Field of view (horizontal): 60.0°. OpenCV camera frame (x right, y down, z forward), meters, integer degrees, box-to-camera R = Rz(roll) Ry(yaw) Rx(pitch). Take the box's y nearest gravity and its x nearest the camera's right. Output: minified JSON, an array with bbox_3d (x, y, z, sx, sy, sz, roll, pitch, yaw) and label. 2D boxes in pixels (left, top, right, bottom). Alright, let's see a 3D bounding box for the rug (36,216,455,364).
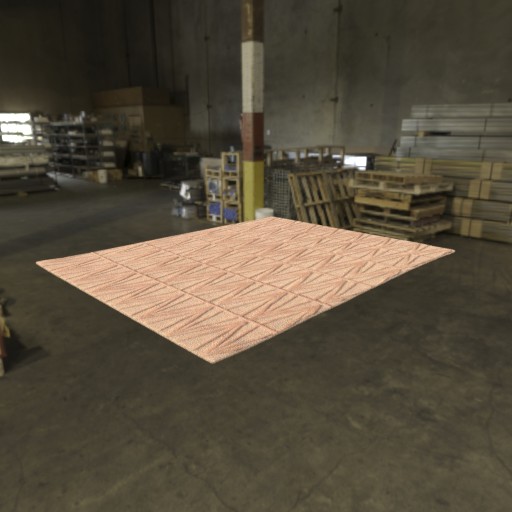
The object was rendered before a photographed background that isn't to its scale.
[{"bbox_3d":[0.000,0.000,4.102,3.052,0.043,2.453,-15,22,-43],"label":"rug"}]
